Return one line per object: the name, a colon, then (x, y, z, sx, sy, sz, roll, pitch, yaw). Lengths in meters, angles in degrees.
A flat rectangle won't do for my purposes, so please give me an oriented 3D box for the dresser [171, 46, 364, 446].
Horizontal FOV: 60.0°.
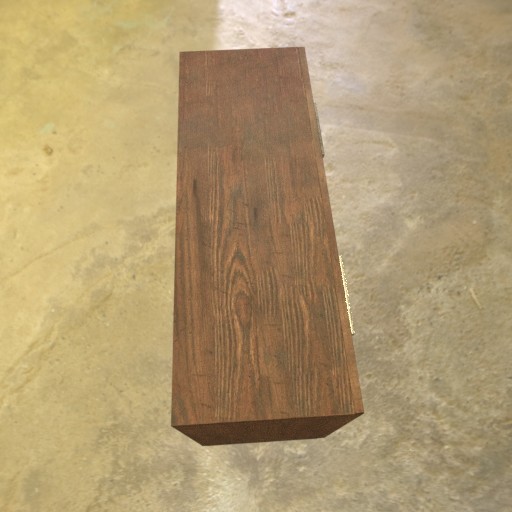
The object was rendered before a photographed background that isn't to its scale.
dresser: (0.000, 0.000, 2.185, 0.623, 1.061, 1.646, -3, 63, -2)
